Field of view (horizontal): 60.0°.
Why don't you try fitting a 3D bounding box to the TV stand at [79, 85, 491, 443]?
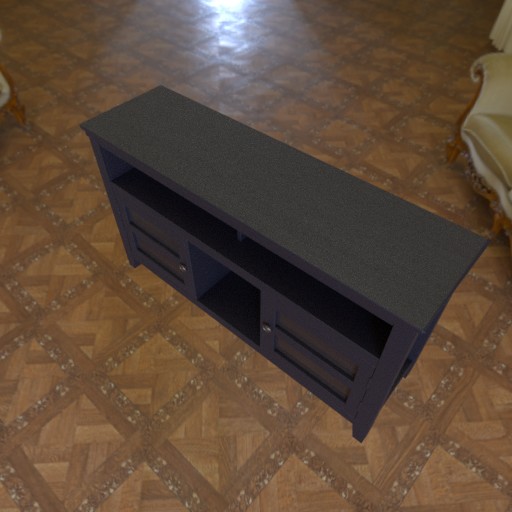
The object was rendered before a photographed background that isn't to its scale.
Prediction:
[{"bbox_3d":[0.000,0.000,1.493,1.198,0.681,0.347,32,55,26],"label":"TV stand"}]
